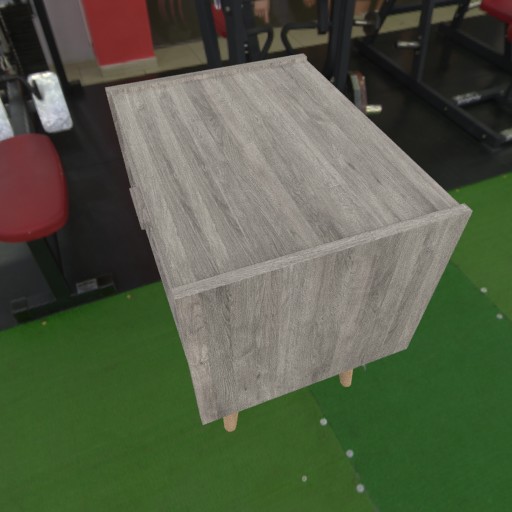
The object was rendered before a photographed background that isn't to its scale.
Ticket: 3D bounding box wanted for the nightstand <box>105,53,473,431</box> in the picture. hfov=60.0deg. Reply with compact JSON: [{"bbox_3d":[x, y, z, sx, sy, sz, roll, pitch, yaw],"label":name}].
[{"bbox_3d":[0.000,0.000,0.829,0.380,0.500,0.480,-16,49,-14],"label":"nightstand"}]
